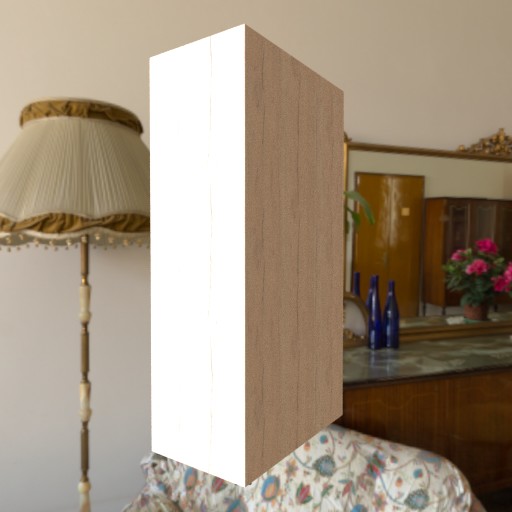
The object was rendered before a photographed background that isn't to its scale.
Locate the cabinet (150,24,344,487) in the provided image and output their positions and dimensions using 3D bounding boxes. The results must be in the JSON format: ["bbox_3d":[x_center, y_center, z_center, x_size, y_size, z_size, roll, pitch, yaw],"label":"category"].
[{"bbox_3d":[0.000,0.000,2.404,0.580,1.930,0.980,1,2,35],"label":"cabinet"}]
